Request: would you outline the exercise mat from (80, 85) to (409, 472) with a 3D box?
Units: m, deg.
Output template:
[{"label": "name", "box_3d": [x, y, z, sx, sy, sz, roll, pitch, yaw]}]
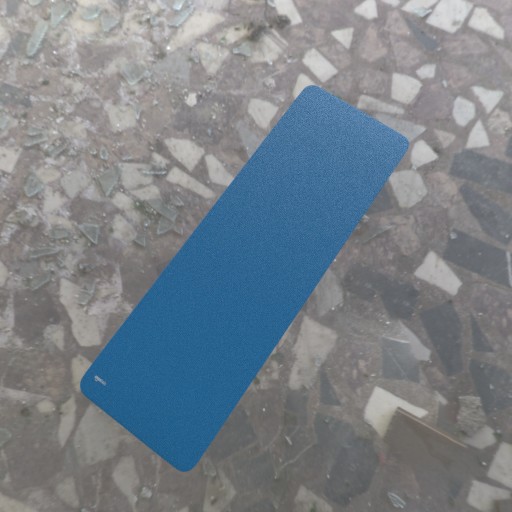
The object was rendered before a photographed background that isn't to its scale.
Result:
[{"label": "exercise mat", "box_3d": [0.000, 0.000, 2.063, 0.616, 0.021, 1.869, 34, 78, 8]}]
